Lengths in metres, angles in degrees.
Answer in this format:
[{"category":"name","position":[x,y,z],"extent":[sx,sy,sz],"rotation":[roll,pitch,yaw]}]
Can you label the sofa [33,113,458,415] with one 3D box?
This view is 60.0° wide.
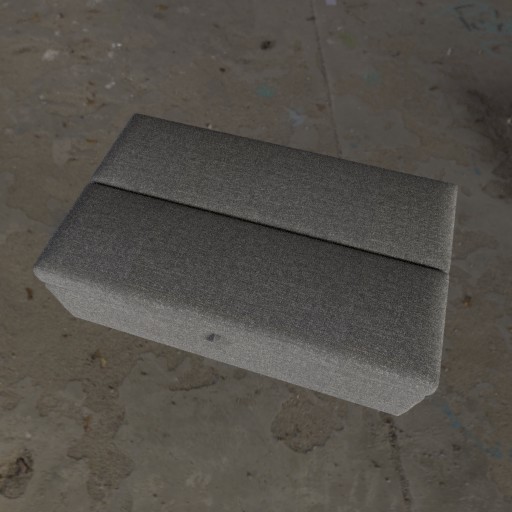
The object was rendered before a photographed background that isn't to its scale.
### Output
[{"category":"sofa","position":[0.000,0.000,1.568],"extent":[1.198,0.417,0.782],"rotation":[15,60,9]}]
